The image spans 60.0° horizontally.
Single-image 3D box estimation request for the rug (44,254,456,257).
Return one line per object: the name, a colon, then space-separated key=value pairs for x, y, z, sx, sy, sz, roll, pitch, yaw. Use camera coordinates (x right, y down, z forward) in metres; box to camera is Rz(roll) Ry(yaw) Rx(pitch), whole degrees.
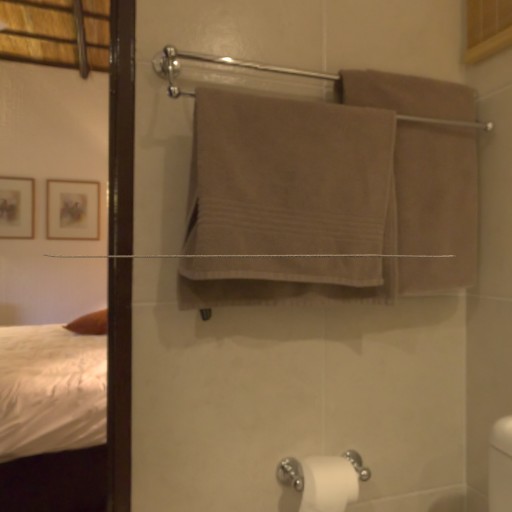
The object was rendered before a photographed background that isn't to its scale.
rug: x=0.000 y=0.000 z=3.999 sx=2.925 sy=0.026 sz=2.343 roll=0 pitch=0 yaw=35
